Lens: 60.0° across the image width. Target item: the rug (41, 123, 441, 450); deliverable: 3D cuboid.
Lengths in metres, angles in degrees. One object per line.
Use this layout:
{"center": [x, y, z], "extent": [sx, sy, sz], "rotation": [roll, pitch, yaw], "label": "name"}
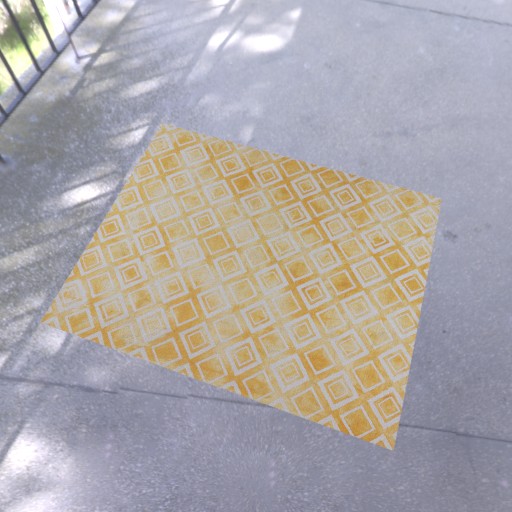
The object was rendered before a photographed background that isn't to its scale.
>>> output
{"center": [0.000, 0.000, 4.079], "extent": [3.037, 0.011, 2.433], "rotation": [17, 63, 9], "label": "rug"}
